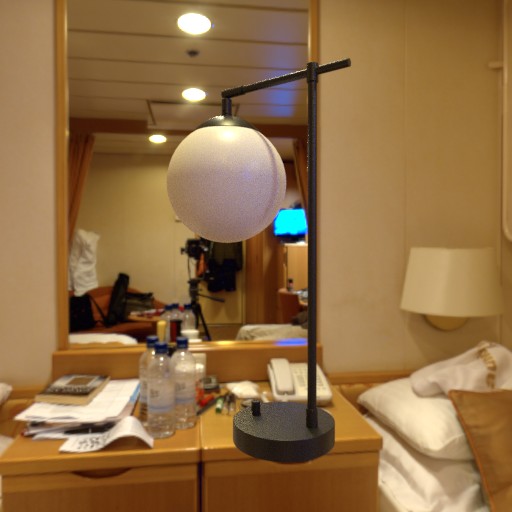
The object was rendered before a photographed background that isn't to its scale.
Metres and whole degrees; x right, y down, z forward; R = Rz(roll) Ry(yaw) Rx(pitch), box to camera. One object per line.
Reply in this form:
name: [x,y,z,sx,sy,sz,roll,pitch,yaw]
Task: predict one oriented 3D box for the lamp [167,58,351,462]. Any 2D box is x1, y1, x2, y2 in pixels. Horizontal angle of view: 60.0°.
lamp: [0.000,0.000,0.706,0.316,0.559,0.197,1,1,35]
